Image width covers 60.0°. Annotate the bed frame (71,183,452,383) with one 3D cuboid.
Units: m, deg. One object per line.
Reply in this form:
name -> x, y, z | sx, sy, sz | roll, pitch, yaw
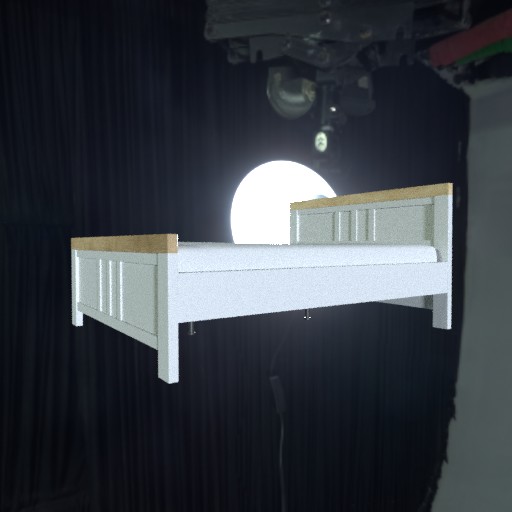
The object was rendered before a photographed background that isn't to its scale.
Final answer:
bed frame -> 0.000, 0.000, 3.072 | 2.050, 0.980, 1.670 | -1, 2, -35
